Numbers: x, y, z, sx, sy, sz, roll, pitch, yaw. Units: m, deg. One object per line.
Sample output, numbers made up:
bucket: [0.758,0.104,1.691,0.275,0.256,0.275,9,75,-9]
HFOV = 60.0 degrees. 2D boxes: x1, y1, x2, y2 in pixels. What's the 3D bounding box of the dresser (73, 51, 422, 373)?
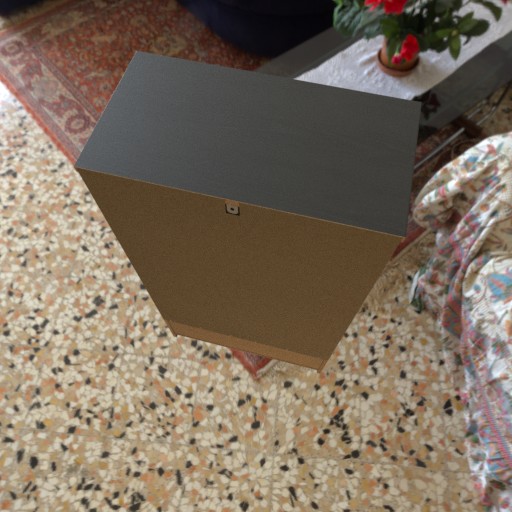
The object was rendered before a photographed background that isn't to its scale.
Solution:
dresser: [0.000,0.000,1.550,0.704,1.255,0.399,13,64,6]
